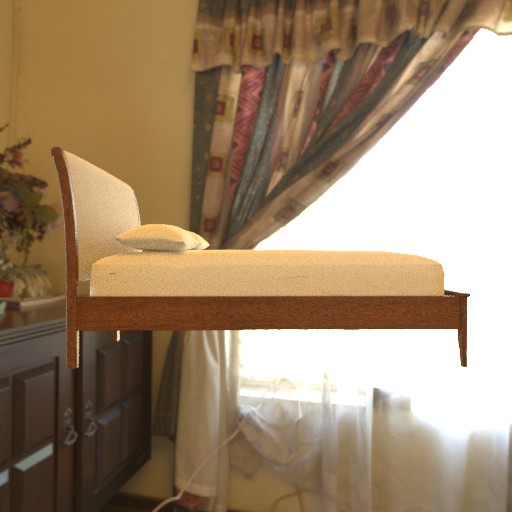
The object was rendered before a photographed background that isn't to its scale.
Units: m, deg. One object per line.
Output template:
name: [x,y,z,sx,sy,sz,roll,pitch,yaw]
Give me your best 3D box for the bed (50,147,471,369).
bed: [0.000,0.000,3.270,2.380,1.250,1.612,0,1,-1]
